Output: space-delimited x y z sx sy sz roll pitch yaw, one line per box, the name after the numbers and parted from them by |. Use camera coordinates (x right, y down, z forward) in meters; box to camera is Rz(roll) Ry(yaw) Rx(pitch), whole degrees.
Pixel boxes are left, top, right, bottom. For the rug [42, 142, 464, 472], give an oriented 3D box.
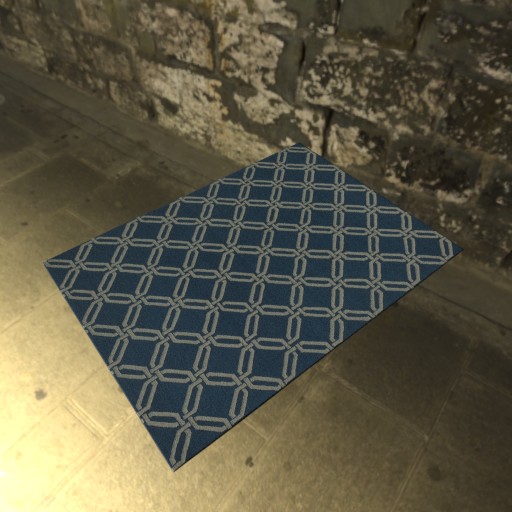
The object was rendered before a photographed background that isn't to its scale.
0.000 0.000 4.336 3.342 0.018 2.432 -30 54 -25 | rug
